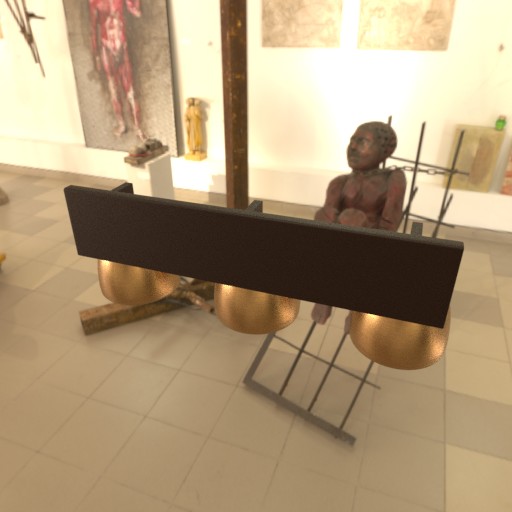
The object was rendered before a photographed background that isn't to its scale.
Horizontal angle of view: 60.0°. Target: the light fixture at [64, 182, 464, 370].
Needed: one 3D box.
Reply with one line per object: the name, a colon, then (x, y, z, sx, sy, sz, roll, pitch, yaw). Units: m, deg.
light fixture: (0.000, 0.000, 0.678, 0.582, 0.204, 0.157, 10, 31, 17)
